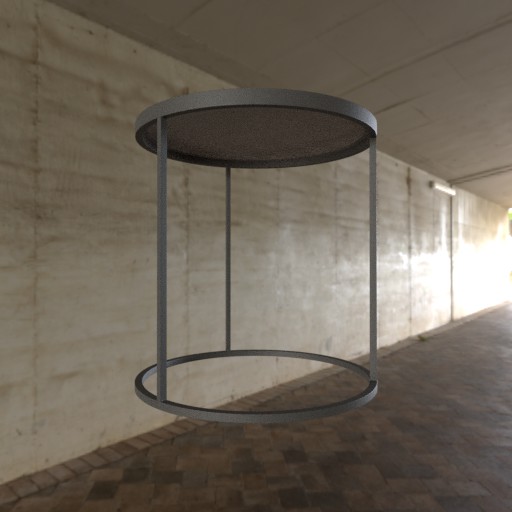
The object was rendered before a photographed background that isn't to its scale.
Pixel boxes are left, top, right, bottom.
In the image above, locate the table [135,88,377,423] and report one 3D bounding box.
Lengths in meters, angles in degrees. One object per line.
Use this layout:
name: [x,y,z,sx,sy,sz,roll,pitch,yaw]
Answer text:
table: [0.000,0.000,0.891,0.470,0.498,0.470,0,0,0]
